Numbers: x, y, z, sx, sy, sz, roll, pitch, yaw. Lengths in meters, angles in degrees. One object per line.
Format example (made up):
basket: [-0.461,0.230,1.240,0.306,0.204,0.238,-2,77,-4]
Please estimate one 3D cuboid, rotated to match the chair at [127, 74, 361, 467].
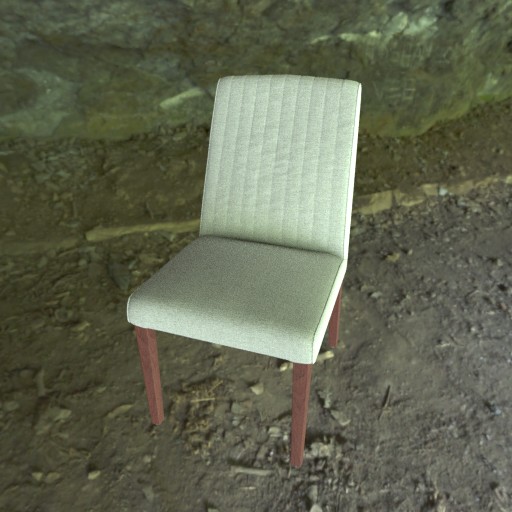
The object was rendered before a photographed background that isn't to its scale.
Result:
chair: [0.000,0.000,1.243,0.480,0.900,0.594,9,29,17]
